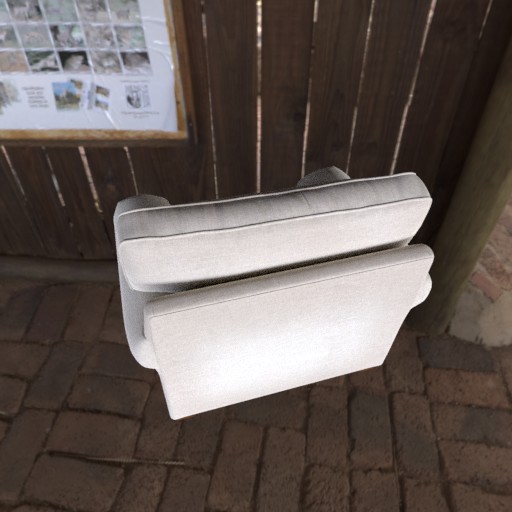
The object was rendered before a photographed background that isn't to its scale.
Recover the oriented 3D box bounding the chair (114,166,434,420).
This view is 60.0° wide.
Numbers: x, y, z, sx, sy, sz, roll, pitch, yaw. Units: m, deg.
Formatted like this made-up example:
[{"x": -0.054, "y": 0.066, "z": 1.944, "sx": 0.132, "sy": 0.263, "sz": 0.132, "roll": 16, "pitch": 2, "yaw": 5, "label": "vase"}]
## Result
[{"x": 0.000, "y": 0.000, "z": 1.850, "sx": 1.092, "sy": 0.961, "sz": 0.965, "roll": -11, "pitch": 43, "yaw": -12, "label": "chair"}]
